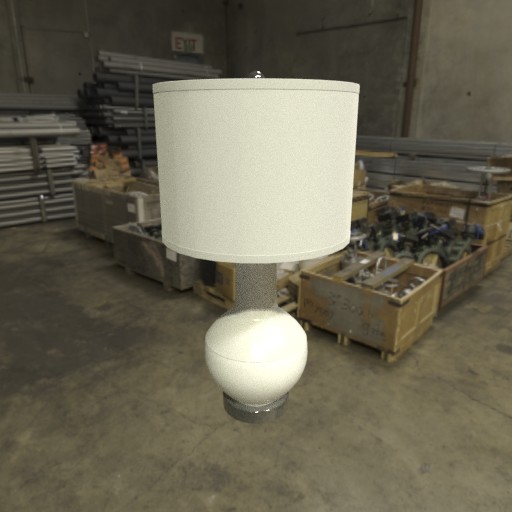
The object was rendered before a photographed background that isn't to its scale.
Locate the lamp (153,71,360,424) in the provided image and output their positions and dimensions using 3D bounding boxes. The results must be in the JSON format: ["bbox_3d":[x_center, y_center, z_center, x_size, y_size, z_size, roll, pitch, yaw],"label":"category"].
[{"bbox_3d":[0.000,0.000,0.869,0.357,0.673,0.357,-16,24,-42],"label":"lamp"}]
